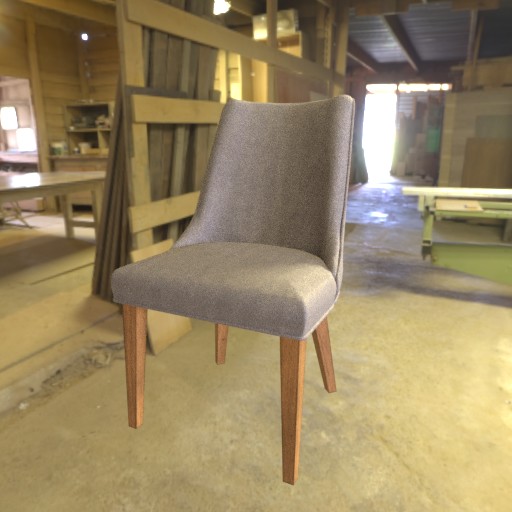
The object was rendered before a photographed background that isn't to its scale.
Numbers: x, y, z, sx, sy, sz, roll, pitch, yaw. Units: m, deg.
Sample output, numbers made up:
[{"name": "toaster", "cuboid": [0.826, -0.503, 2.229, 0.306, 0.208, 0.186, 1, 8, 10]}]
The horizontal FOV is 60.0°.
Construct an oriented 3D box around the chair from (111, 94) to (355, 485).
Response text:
[{"name": "chair", "cuboid": [0.000, 0.000, 1.306, 0.548, 0.916, 0.636, 7, 17, 25]}]
